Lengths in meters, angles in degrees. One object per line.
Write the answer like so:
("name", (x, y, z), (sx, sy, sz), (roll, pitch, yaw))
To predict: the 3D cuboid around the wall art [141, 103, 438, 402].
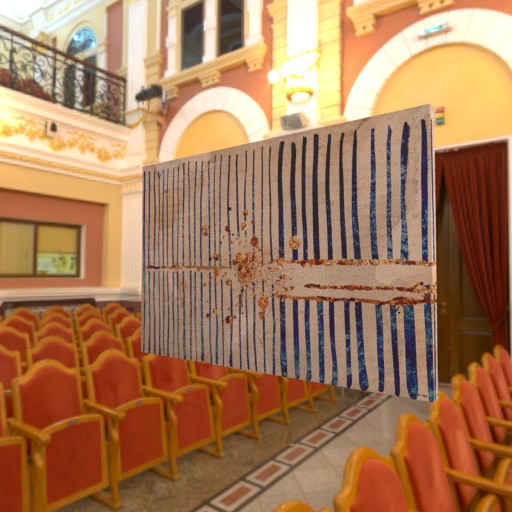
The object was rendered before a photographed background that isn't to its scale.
("wall art", (0.000, 0.000, 1.189), (0.919, 0.609, 0.030), (-1, -2, 37))
